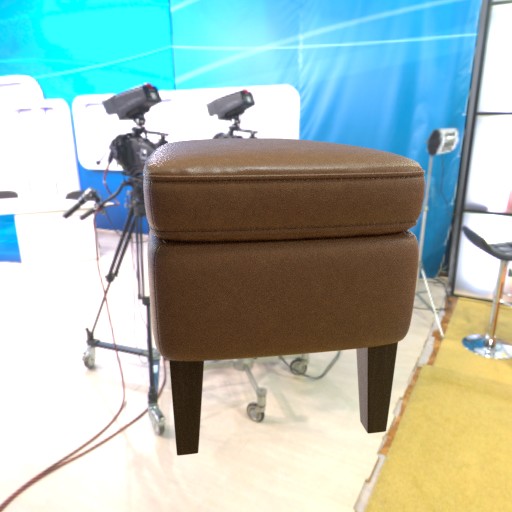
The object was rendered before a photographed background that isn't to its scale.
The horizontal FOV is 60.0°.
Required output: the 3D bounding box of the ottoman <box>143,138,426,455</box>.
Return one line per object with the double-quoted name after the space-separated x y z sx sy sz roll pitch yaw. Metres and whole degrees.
0.000 0.000 0.945 0.420 0.480 0.670 -3 17 -9 "ottoman"
